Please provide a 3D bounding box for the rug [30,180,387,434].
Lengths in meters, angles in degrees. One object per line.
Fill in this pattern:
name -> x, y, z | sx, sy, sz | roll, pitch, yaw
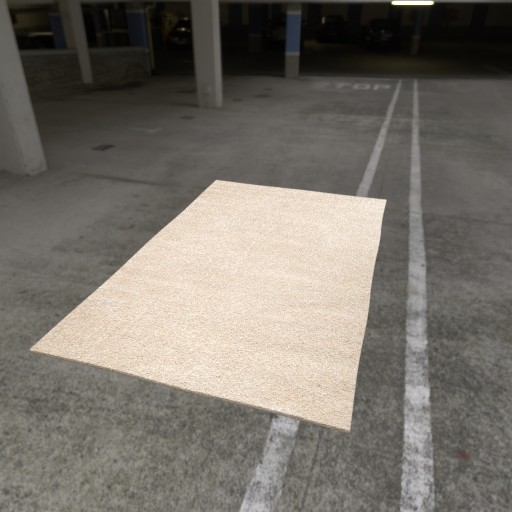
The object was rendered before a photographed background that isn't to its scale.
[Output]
rug -> 0.000, 0.000, 2.864 | 1.500, 0.025, 2.346 | 9, 32, 15
